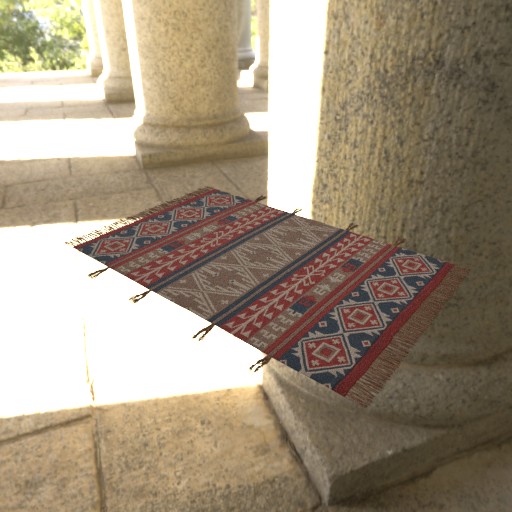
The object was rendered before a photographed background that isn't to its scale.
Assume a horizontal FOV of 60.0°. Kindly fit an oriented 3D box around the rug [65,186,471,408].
[{"bbox_3d":[0.000,0.000,3.068,2.450,0.048,1.778,22,36,33],"label":"rug"}]
